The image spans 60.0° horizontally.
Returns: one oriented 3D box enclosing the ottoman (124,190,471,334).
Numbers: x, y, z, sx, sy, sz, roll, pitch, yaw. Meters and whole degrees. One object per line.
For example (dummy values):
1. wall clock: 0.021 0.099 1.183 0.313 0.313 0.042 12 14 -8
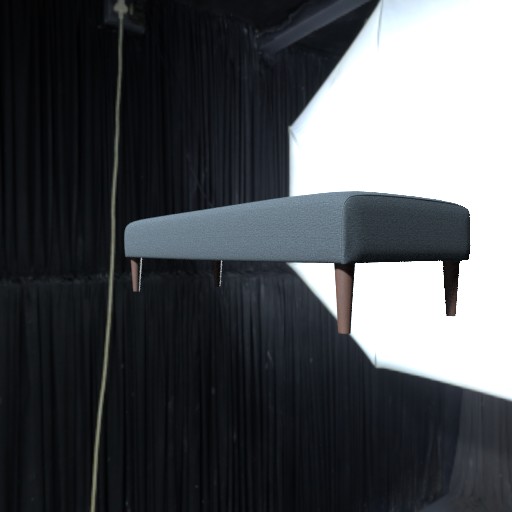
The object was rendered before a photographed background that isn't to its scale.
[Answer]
1. ottoman: 0.000 0.000 1.936 0.646 0.393 1.609 0 1 -36
